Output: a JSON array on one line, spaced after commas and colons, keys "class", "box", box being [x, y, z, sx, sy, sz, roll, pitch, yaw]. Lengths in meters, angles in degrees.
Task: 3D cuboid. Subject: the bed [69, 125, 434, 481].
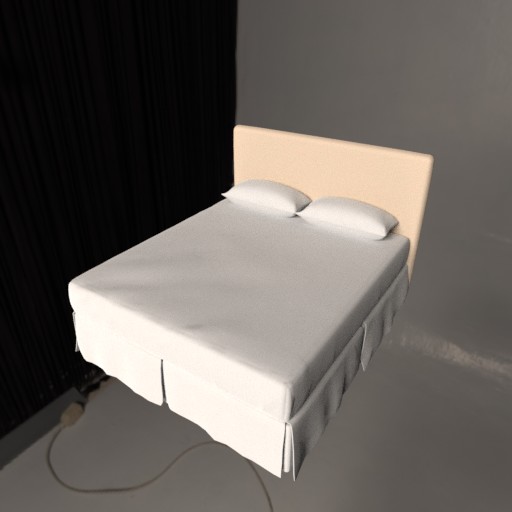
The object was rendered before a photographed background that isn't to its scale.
[{"class": "bed", "box": [0.000, 0.000, 3.299, 1.884, 1.330, 2.142, 18, 34, 29]}]
